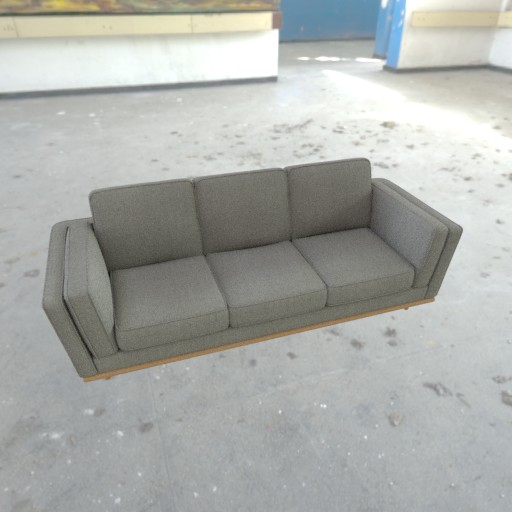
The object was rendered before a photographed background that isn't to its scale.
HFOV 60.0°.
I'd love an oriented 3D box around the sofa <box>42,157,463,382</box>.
[{"bbox_3d":[0.000,0.000,2.804,2.362,0.899,0.903,-10,33,-16],"label":"sofa"}]
